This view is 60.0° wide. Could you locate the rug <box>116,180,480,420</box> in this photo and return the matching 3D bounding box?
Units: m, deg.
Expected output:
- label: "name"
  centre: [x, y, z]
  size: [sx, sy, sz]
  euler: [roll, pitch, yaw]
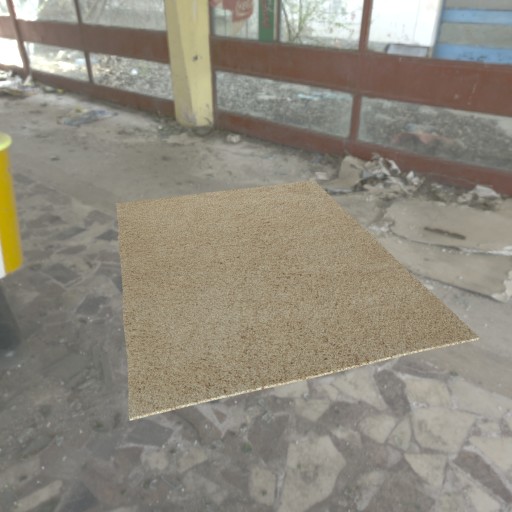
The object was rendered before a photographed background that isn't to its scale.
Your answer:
- label: "rug"
  centre: [0.000, 0.000, 4.053]
  size: [2.400, 0.025, 3.000]
  euler: [-9, 33, -14]
